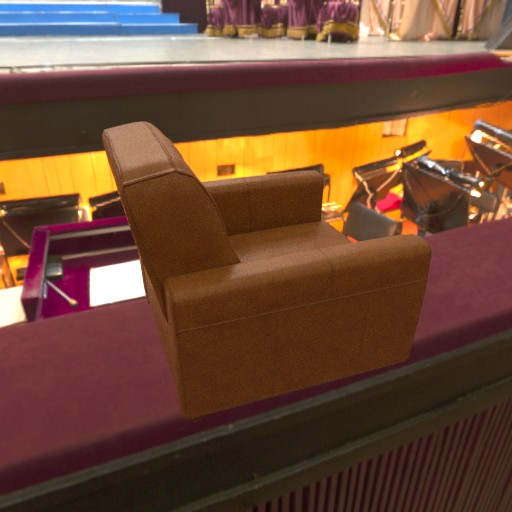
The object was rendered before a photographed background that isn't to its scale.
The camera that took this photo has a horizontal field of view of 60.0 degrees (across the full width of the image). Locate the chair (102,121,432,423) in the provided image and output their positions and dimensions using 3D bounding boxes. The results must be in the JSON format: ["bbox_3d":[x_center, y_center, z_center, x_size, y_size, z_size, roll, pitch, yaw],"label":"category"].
[{"bbox_3d":[0.000,0.000,1.671,0.942,0.968,0.845,-11,31,-18],"label":"chair"}]
